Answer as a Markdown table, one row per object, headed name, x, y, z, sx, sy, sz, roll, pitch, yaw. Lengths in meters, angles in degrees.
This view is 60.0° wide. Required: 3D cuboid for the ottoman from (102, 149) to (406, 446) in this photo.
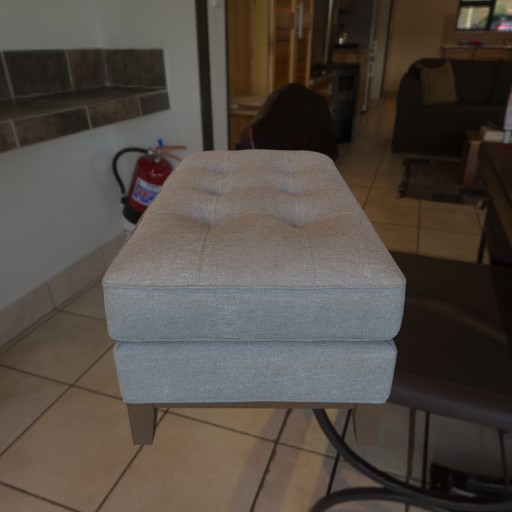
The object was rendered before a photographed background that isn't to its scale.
| name | x | y | z | sx | sy | sz | roll | pitch | yaw |
| --- | --- | --- | --- | --- | --- | --- | --- | --- | --- |
| ottoman | 0.000 | 0.000 | 1.467 | 0.648 | 0.514 | 1.143 | 0 | 26 | 0 |
